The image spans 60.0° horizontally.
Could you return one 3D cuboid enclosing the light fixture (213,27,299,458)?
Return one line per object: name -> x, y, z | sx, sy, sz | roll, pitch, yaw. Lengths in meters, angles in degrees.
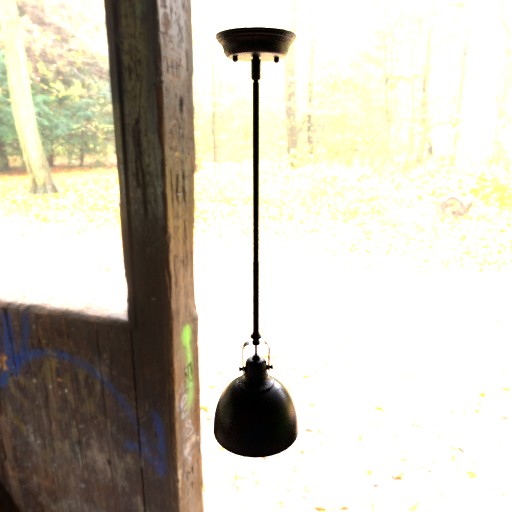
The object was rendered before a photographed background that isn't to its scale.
light fixture -> 0.000, 0.000, 0.848 | 0.182, 0.768, 0.182 | -2, 15, -8
